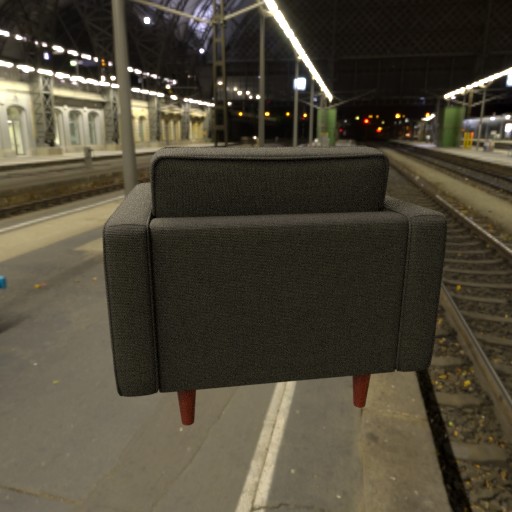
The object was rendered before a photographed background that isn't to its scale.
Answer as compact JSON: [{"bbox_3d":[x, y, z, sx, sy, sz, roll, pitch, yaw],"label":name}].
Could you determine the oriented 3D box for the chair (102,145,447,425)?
[{"bbox_3d":[0.000,0.000,1.572,0.899,0.770,0.919,-3,16,-9],"label":"chair"}]
